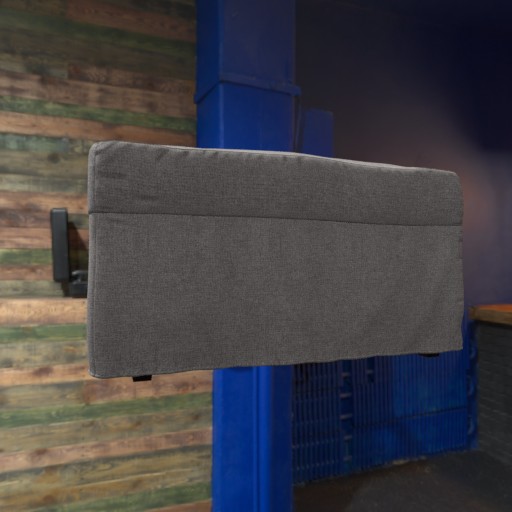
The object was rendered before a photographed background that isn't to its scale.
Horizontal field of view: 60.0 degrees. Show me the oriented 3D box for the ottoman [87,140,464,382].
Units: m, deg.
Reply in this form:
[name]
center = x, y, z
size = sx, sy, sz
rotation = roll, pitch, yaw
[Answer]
[ottoman]
center = 0.000, 0.000, 1.199
size = 0.833, 0.492, 0.652
rotation = 0, -1, -19
